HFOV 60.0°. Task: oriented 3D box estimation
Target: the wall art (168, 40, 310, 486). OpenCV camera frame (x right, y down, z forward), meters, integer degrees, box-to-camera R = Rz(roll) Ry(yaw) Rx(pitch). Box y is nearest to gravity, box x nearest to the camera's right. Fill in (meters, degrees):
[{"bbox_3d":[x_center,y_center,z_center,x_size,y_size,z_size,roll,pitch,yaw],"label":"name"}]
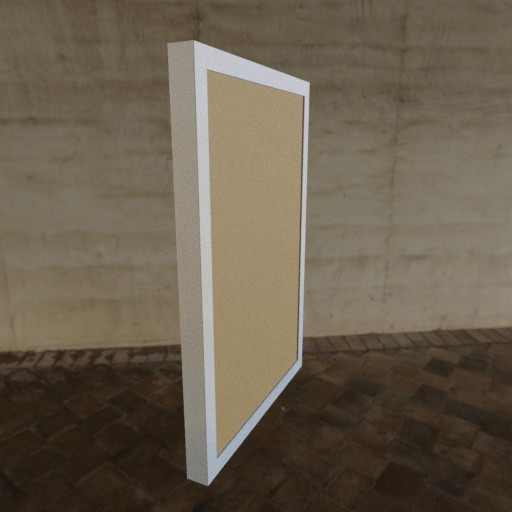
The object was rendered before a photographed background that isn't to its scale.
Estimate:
[{"bbox_3d":[0.000,0.000,0.771,0.038,0.611,0.408,7,16,25],"label":"wall art"}]
